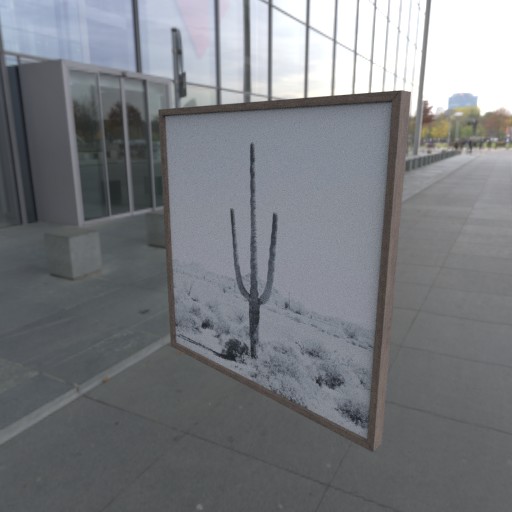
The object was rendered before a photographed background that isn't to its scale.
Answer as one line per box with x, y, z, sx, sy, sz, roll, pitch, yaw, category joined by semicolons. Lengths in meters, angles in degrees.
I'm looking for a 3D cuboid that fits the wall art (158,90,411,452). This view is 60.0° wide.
0.000;0.000;1.162;0.762;0.762;0.038;14;20;42;wall art
